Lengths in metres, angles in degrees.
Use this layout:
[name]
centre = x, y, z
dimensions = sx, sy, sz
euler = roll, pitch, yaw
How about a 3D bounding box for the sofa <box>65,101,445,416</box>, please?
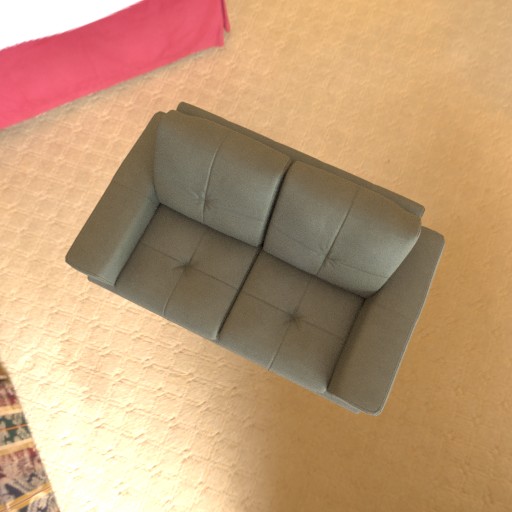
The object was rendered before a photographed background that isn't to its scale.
[sofa]
centre = 0.000, 0.000, 2.400
dimensions = 1.806, 0.907, 1.018
euler = 25, 77, 6
